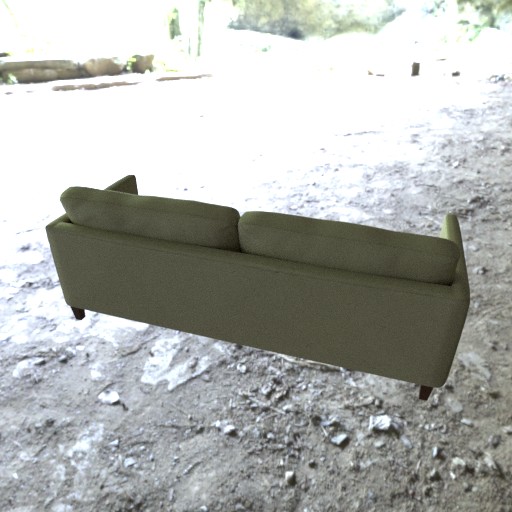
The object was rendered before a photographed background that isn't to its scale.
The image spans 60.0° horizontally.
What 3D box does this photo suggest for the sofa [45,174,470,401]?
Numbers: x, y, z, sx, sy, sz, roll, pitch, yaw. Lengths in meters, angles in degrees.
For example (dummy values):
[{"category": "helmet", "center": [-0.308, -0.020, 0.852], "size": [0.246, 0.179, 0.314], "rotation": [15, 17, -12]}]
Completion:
[{"category": "sofa", "center": [0.000, 0.000, 2.850], "size": [2.404, 0.912, 0.988], "rotation": [9, 32, 15]}]
